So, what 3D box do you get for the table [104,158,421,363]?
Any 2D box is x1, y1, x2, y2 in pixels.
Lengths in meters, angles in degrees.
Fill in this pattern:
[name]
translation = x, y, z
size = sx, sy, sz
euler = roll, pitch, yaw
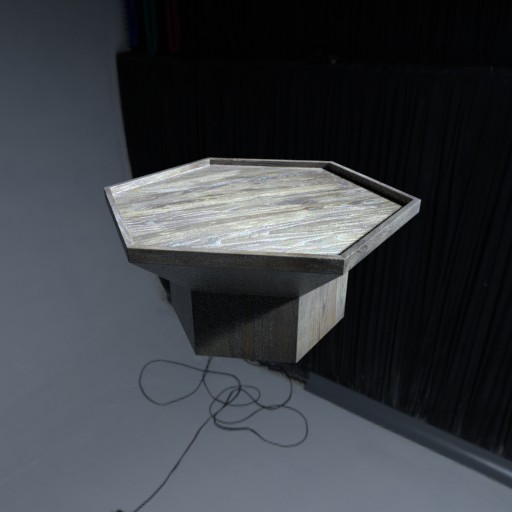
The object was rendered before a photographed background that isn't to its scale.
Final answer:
[table]
translation = 0.000, 0.000, 1.655
size = 0.966, 0.488, 1.115
euler = 18, 32, 33
